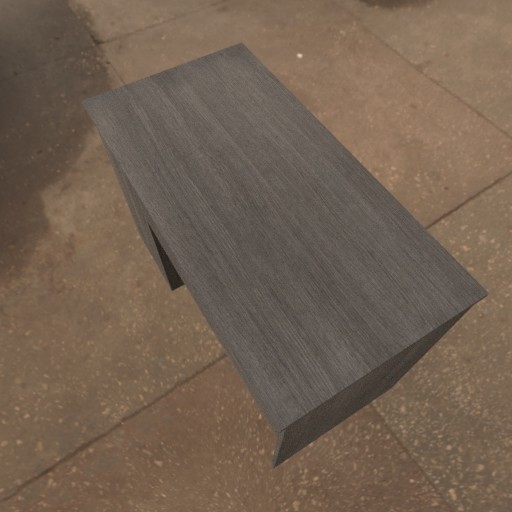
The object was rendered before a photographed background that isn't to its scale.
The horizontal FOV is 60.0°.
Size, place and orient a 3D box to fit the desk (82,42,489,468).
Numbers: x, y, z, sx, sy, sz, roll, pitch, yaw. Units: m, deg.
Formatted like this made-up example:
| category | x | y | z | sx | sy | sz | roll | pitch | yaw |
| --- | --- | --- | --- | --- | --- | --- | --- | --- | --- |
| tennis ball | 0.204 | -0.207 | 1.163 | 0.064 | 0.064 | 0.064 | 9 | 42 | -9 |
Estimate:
| category | x | y | z | sx | sy | sz | roll | pitch | yaw |
| --- | --- | --- | --- | --- | --- | --- | --- | --- | --- |
| desk | 0.000 | 0.000 | 1.478 | 0.560 | 0.735 | 1.097 | -28 | 63 | -16 |
